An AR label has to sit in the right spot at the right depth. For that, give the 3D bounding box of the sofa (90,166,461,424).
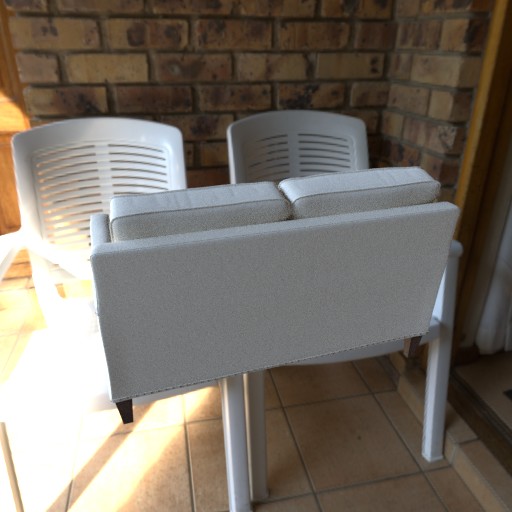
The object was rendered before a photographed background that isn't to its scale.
[{"bbox_3d":[0.000,0.000,2.273,1.597,1.003,1.084,-8,27,-16],"label":"sofa"}]
